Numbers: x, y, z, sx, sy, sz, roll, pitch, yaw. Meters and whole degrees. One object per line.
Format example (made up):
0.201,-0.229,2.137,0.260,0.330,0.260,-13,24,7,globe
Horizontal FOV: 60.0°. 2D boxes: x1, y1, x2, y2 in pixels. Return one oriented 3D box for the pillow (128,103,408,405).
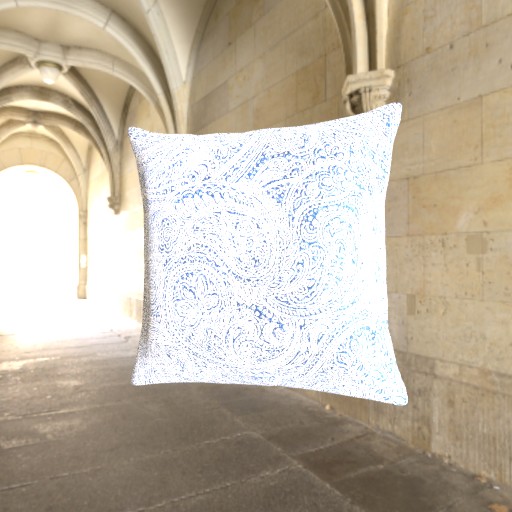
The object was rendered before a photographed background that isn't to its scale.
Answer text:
0.000,0.000,0.809,0.523,0.510,0.166,0,-1,16,pillow
